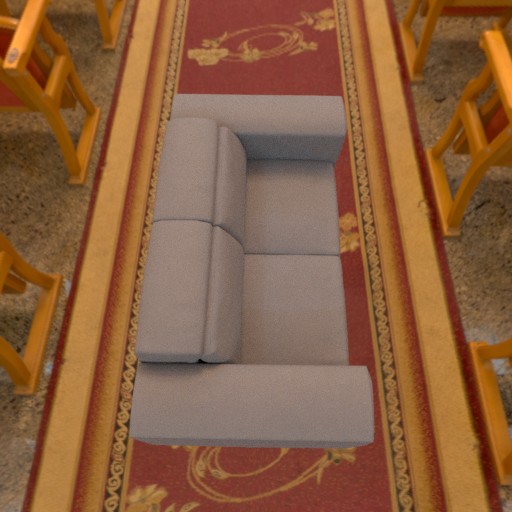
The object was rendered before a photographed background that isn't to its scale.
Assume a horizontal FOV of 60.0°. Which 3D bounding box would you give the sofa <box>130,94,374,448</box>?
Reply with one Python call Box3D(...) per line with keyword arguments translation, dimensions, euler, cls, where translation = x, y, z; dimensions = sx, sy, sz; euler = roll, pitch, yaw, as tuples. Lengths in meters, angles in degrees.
Box3D(translation=(0.000, 0.000, 2.380), dimensions=(1.003, 0.779, 1.895), euler=(1, 64, 0), cls="sofa")
